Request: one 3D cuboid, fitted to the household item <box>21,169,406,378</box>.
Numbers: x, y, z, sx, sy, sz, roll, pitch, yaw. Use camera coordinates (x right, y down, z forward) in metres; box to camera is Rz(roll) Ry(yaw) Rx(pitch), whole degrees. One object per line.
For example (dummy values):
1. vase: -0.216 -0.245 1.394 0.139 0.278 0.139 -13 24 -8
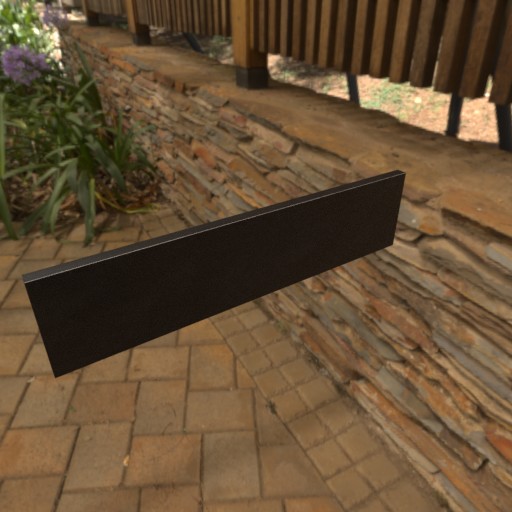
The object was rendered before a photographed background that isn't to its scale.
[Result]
1. household item: 0.000 0.000 1.090 1.001 0.236 0.030 -19 36 -28
